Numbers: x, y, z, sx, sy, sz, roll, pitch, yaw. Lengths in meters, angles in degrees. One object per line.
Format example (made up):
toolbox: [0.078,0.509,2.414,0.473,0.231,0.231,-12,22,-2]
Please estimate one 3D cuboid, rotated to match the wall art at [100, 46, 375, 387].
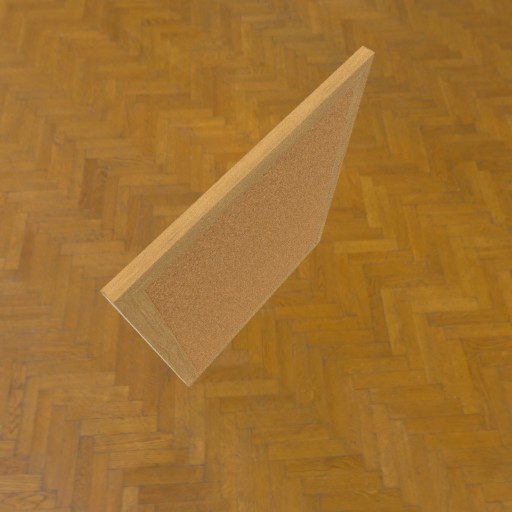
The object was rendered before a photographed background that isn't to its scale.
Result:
wall art: [0.000,0.000,0.771,0.020,0.561,0.460,38,71,16]
